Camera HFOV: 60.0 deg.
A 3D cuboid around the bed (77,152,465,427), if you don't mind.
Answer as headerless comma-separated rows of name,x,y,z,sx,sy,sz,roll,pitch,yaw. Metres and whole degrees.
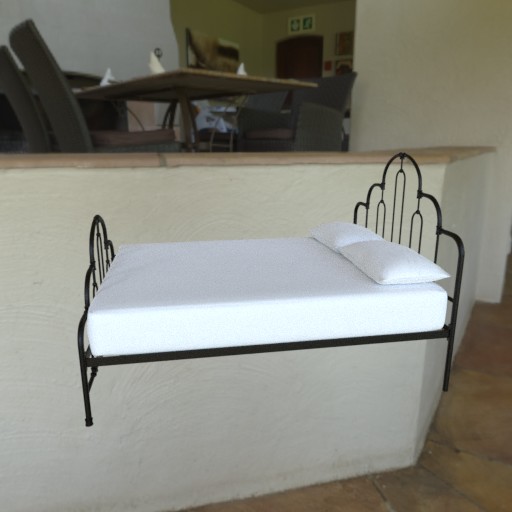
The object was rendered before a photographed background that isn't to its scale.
bed,0.000,0.000,3.192,2.181,1.444,1.626,-3,15,-10
